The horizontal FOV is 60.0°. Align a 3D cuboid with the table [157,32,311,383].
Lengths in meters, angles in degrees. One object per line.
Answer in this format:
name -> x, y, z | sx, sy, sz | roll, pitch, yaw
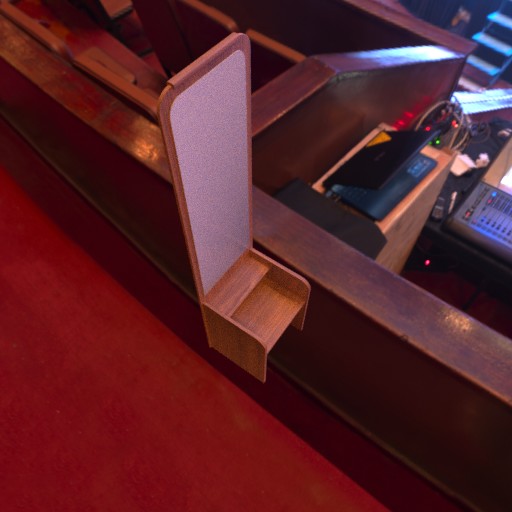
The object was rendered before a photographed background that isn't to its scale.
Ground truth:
table -> 0.000, 0.000, 2.034 | 0.420, 1.830, 0.450 | 31, 61, 19
